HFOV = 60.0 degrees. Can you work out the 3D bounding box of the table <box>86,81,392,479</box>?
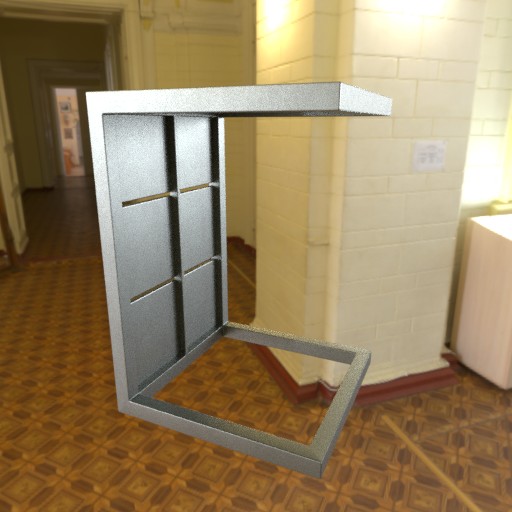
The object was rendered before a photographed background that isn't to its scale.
[{"bbox_3d":[0.000,0.000,0.892,0.420,0.609,0.405,8,18,24],"label":"table"}]
